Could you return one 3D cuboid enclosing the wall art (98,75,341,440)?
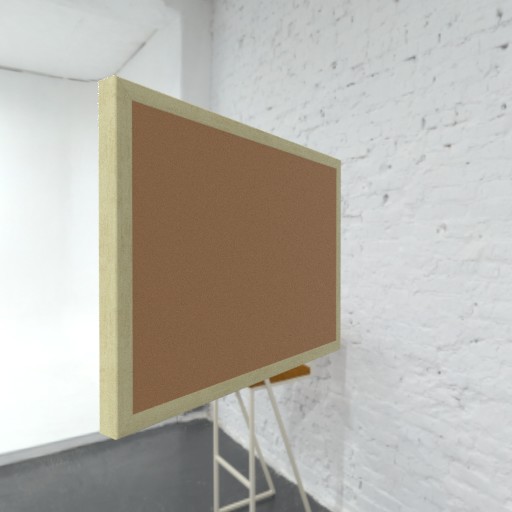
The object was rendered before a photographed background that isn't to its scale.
[{"bbox_3d":[0.000,0.000,0.685,0.032,0.381,0.533,0,1,36],"label":"wall art"}]
